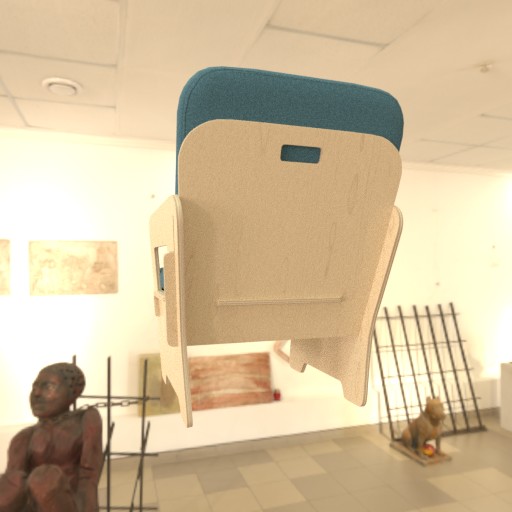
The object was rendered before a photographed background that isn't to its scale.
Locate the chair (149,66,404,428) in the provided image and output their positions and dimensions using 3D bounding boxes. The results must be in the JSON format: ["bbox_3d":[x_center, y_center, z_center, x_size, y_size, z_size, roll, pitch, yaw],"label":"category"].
[{"bbox_3d":[0.000,0.000,1.200,0.547,0.747,0.657,0,-1,-19],"label":"chair"}]
